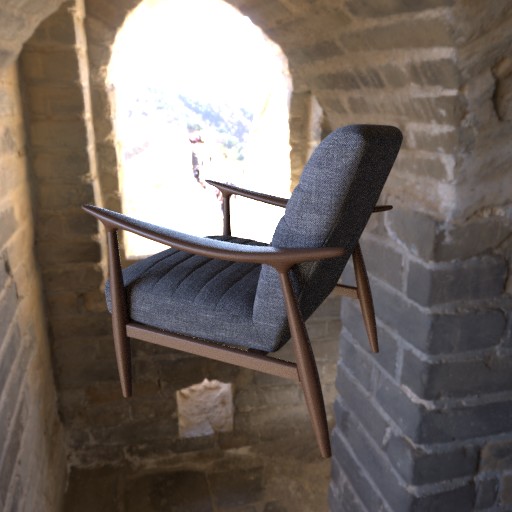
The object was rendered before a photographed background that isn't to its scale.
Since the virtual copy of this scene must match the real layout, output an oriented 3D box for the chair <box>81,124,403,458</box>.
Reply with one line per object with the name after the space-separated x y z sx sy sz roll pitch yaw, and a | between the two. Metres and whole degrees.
0.000 0.000 1.454 0.798 0.832 0.741 8 19 25 | chair
